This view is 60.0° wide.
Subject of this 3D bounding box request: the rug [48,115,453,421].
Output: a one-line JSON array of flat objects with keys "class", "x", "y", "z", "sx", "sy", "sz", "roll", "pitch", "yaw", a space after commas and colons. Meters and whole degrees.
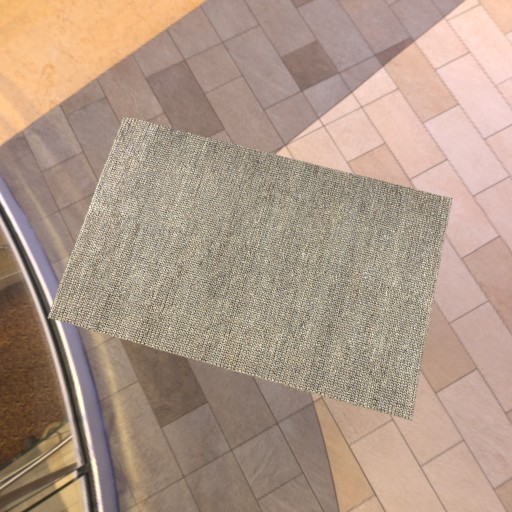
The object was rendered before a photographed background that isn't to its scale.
[{"class": "rug", "x": 0.000, "y": 0.000, "z": 3.012, "sx": 2.443, "sy": 0.021, "sz": 1.538, "roll": 15, "pitch": 77, "yaw": 3}]
